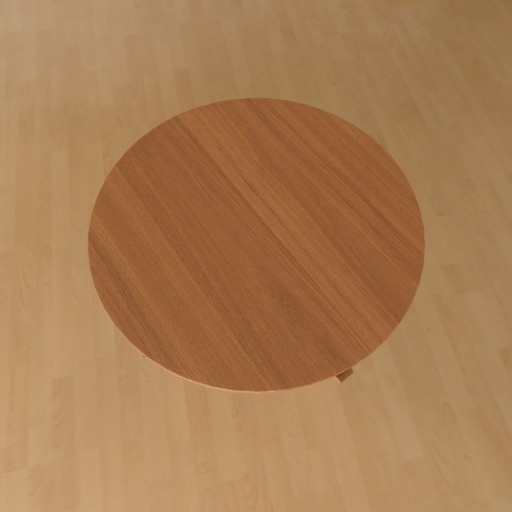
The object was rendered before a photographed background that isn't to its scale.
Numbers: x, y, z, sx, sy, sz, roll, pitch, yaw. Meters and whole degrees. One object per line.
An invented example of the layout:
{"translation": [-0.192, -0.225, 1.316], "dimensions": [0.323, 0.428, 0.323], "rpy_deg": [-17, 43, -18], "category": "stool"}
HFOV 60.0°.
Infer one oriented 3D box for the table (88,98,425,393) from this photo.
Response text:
{"translation": [0.000, 0.000, 1.580], "dimensions": [1.029, 0.490, 1.029], "rpy_deg": [0, 64, 0], "category": "table"}
